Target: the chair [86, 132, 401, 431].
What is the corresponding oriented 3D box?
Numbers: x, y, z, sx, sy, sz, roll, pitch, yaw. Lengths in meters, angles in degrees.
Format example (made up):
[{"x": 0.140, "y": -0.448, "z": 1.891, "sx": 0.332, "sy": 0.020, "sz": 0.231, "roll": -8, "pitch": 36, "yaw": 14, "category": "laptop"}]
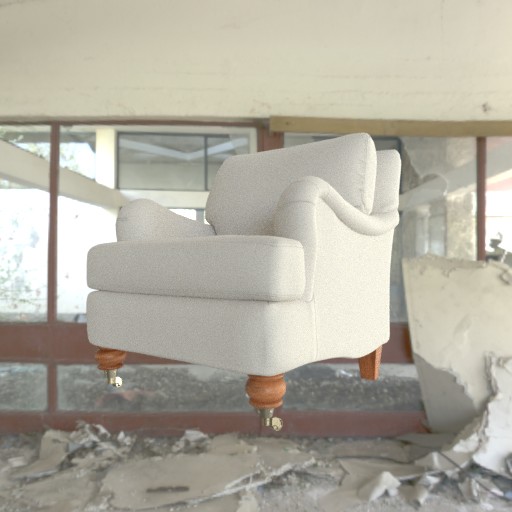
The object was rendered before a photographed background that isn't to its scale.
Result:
[{"x": 0.000, "y": 0.000, "z": 1.856, "sx": 0.955, "sy": 1.038, "sz": 1.070, "roll": -1, "pitch": -1, "yaw": 37, "category": "chair"}]
